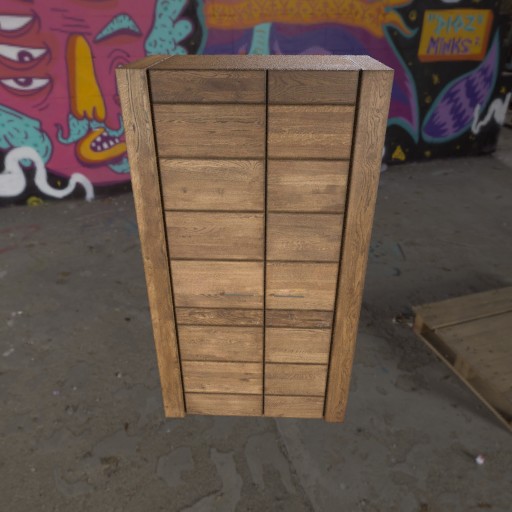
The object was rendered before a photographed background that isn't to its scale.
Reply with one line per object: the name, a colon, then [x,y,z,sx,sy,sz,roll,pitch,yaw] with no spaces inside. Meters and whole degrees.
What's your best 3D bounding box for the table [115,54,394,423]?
table: [0.000,0.000,2.476,1.100,2.000,0.600,1,29,2]
